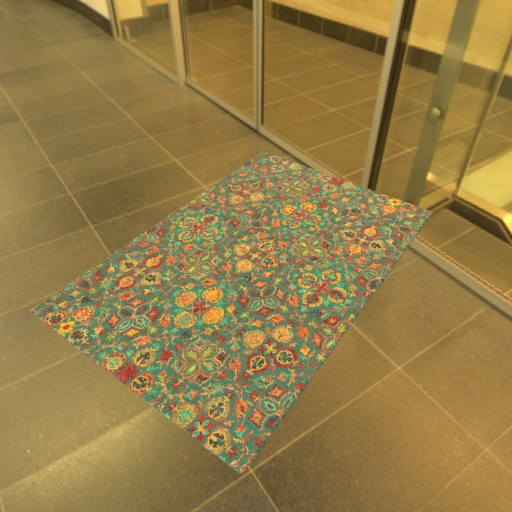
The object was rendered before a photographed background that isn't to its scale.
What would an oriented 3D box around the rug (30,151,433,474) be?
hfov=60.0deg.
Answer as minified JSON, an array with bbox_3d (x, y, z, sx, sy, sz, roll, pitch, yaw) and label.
[{"bbox_3d":[0.000,0.000,2.879,1.527,0.016,2.290,26,48,26],"label":"rug"}]
